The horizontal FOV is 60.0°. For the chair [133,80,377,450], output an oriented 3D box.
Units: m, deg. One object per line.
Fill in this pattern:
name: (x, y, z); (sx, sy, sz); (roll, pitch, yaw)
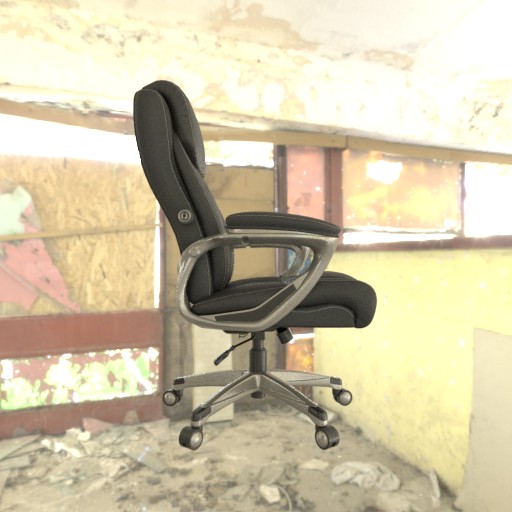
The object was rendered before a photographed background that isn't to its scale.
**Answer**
chair: (0.000, 0.000, 1.645); (0.784, 1.167, 0.741); (0, 0, -1)
